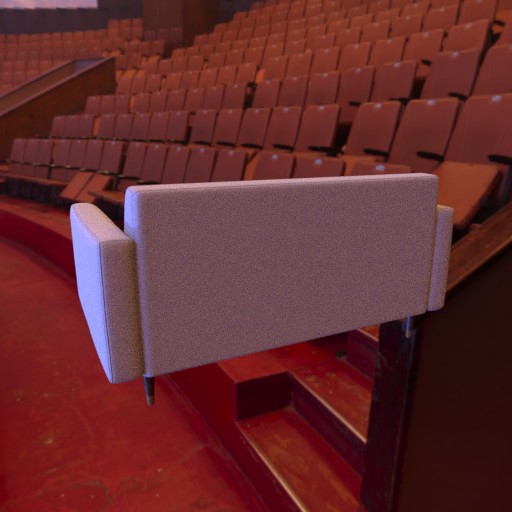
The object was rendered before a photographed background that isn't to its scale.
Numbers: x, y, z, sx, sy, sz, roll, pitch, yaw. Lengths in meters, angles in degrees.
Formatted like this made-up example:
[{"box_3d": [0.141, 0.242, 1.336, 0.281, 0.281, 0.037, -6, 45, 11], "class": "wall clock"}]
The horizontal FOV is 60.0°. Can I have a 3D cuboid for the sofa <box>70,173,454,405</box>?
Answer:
[{"box_3d": [0.000, 0.000, 2.152, 1.585, 0.801, 0.950, -7, 16, -26], "class": "sofa"}]
